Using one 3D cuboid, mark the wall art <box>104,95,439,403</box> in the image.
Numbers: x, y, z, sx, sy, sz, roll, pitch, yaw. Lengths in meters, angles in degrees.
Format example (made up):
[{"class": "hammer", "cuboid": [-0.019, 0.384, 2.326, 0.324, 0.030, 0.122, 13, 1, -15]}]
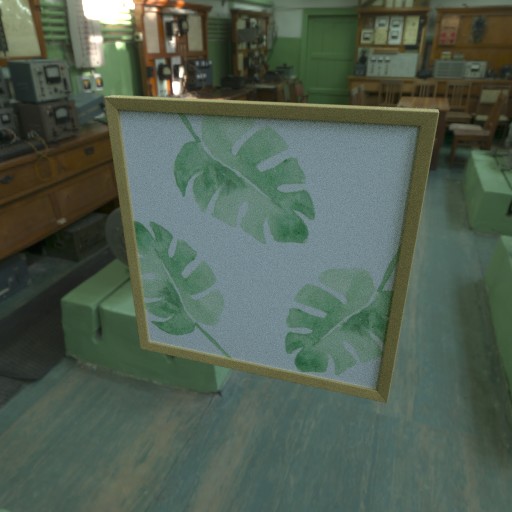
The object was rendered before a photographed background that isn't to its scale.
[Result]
[{"class": "wall art", "cuboid": [0.000, 0.000, 1.155, 0.763, 0.763, 0.037, 8, 28, 16]}]
